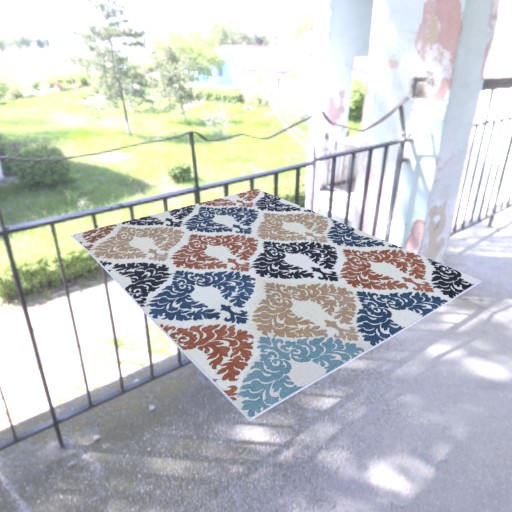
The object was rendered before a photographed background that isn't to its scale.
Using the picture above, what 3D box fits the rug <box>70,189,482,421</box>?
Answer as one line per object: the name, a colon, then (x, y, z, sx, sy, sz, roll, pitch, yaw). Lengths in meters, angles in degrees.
rug: (0.000, 0.000, 4.085, 2.423, 0.014, 3.040, -19, 33, -33)
